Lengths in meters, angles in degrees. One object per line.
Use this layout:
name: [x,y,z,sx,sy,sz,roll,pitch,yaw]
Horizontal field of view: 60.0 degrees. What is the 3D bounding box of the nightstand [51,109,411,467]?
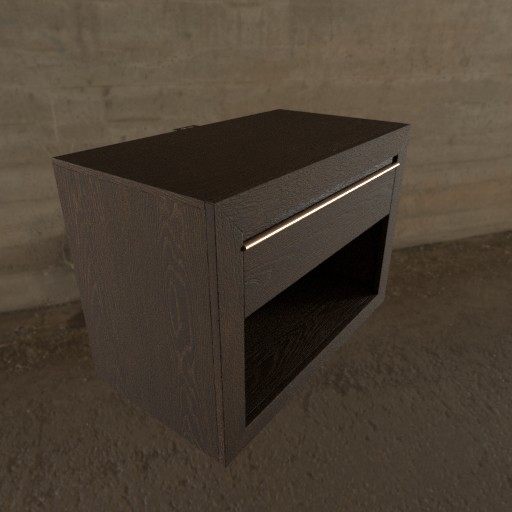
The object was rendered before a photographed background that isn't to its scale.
nightstand: [0.000,0.000,1.160,0.457,0.612,0.775,19,32,33]
